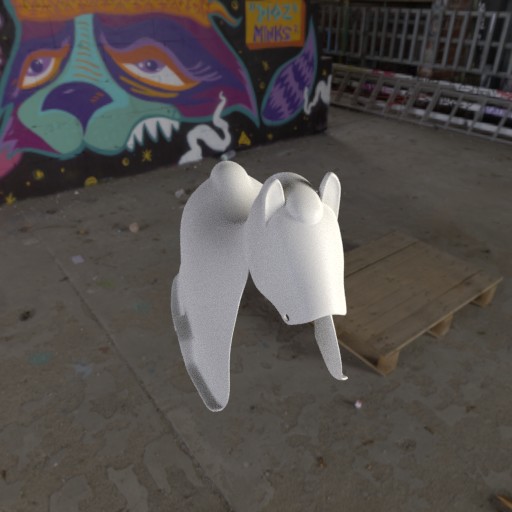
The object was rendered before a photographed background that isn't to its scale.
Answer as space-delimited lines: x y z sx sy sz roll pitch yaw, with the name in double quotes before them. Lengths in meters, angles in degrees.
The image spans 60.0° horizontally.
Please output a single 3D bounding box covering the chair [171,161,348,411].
"chair" 0.000 0.000 1.117 0.429 0.612 0.800 -9 32 -15
